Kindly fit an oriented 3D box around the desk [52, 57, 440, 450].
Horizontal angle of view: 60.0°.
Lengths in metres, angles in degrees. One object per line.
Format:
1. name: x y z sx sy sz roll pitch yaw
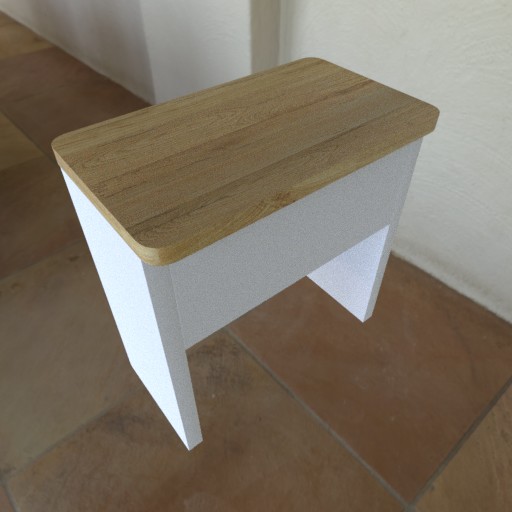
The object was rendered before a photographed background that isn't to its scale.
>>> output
1. desk: 0.000 0.000 1.233 0.760 0.790 0.440 -29 51 -27
